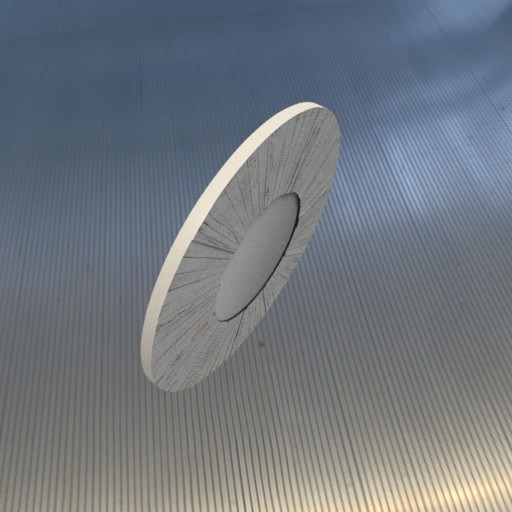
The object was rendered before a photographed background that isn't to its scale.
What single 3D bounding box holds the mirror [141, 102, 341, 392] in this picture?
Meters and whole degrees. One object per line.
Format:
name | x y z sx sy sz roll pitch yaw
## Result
mirror | 0.000 0.000 1.321 0.038 0.914 0.914 31 63 18
